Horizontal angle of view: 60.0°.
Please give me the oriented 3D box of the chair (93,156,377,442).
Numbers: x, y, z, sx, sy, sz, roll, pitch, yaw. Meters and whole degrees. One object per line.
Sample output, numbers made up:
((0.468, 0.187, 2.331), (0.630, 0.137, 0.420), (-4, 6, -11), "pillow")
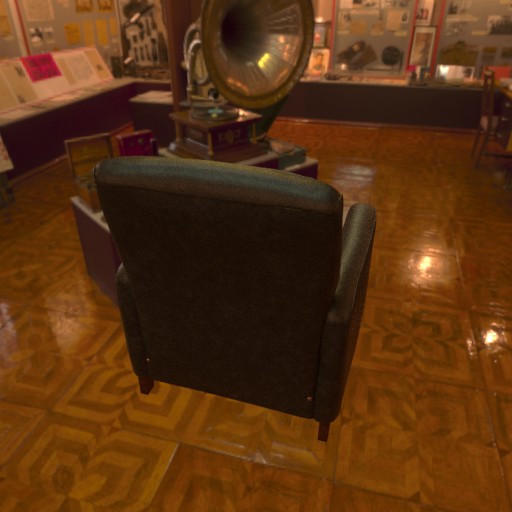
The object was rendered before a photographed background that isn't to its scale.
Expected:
((0.000, 0.000, 1.690), (0.848, 1.014, 0.864), (9, 32, 15), "chair")
